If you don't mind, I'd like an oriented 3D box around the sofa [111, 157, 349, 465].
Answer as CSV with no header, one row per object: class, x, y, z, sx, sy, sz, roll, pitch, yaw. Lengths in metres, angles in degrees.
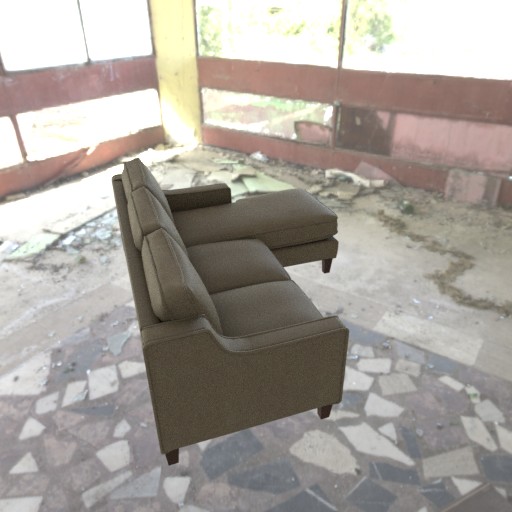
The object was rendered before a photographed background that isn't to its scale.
sofa,0.000,0.000,3.287,1.858,1.081,2.317,-10,31,-17
